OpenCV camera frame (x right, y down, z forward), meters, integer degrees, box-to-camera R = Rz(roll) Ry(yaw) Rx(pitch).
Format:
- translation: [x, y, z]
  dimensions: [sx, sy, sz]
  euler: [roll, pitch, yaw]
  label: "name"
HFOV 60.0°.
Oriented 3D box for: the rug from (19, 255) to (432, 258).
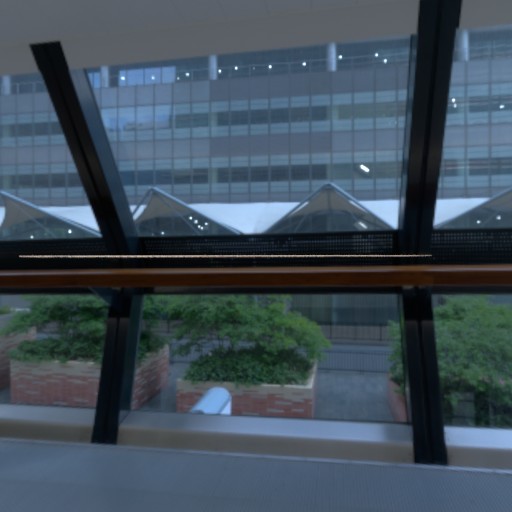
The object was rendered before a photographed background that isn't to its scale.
- translation: [0.000, 0.000, 2.667]
  dimensions: [2.443, 0.009, 0.771]
  euler: [0, 0, -35]
  label: "rug"
